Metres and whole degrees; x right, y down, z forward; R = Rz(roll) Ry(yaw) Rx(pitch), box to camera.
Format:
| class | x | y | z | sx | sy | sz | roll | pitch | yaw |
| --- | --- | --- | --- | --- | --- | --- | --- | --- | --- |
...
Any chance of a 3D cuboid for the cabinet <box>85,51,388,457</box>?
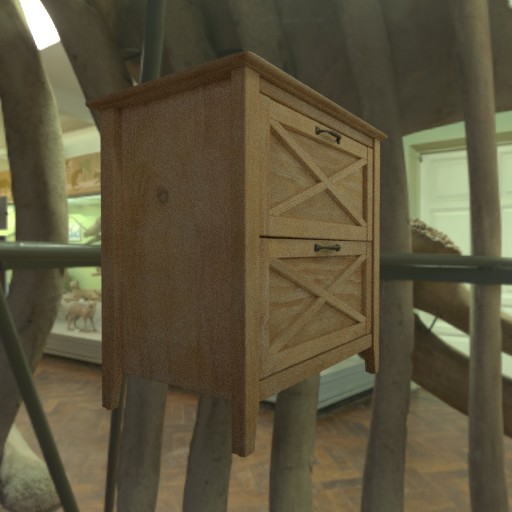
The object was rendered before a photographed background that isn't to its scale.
| class | x | y | z | sx | sy | sz | roll | pitch | yaw |
| --- | --- | --- | --- | --- | --- | --- | --- | --- | --- |
| cabinet | 0.000 | 0.000 | 1.261 | 0.503 | 0.762 | 0.763 | 1 | 1 | 35 |
